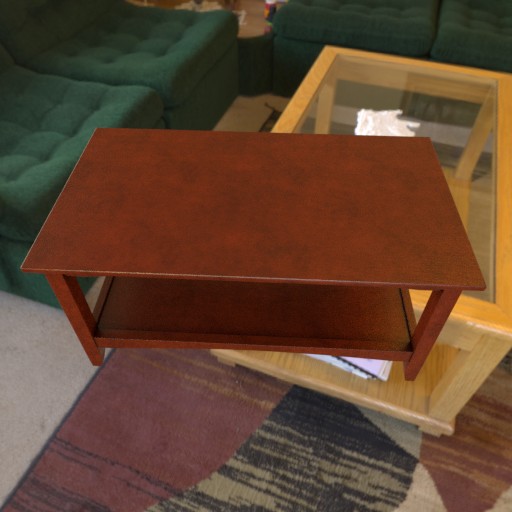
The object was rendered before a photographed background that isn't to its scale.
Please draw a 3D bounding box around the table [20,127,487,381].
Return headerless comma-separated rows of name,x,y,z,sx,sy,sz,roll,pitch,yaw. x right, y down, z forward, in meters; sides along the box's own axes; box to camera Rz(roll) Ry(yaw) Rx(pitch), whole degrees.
table,0.000,0.000,1.238,0.943,0.456,0.533,2,48,2
